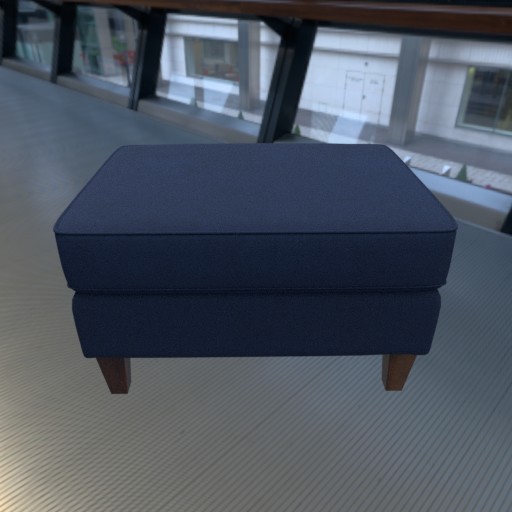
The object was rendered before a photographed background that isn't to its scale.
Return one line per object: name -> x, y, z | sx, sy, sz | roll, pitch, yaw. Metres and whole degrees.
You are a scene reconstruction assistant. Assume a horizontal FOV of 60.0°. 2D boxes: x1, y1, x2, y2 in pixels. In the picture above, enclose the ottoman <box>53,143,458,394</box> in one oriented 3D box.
ottoman -> 0.000, 0.000, 1.415 | 0.965, 0.584, 0.686 | 0, 31, -1
